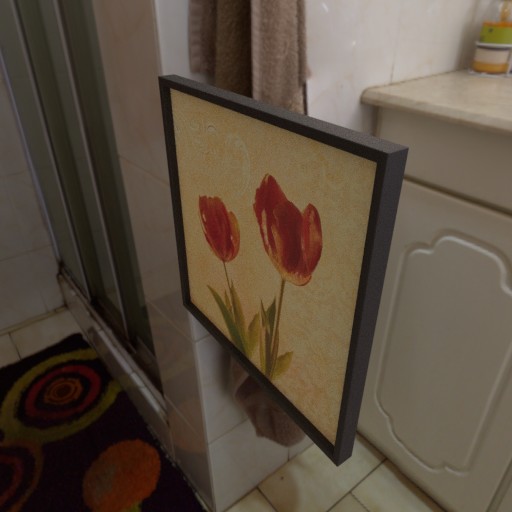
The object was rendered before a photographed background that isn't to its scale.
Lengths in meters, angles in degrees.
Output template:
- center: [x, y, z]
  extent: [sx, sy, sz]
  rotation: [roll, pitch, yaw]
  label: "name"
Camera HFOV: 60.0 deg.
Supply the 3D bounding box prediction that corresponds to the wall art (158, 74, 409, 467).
- center: [0.000, 0.000, 0.516]
  extent: [0.038, 0.349, 0.349]
  rotation: [-21, 38, -30]
  label: "wall art"
